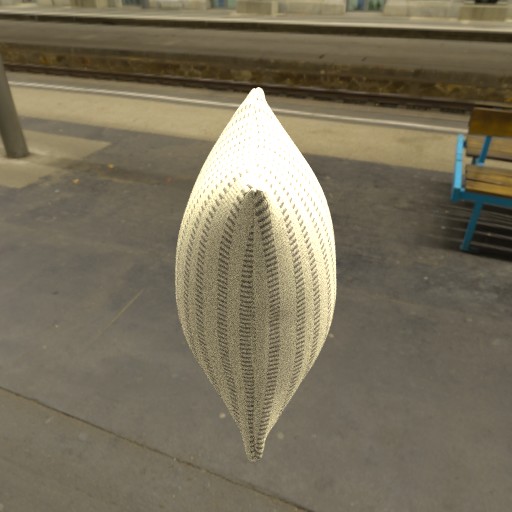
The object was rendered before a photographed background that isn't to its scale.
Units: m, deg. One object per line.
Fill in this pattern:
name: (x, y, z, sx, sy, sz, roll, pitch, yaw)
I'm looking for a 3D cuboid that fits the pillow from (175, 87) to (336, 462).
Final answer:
pillow: (0.000, 0.000, 0.695, 0.247, 0.419, 0.438, 0, 33, 0)
